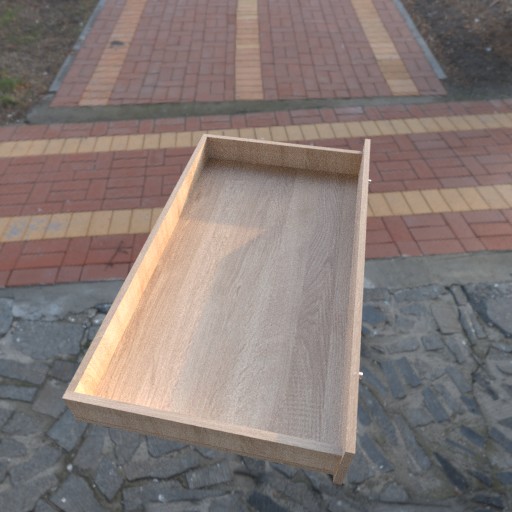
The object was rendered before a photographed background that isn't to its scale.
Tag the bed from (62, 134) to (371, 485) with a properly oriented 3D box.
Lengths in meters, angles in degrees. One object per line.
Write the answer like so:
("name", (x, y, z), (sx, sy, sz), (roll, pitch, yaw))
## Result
("bed", (0.000, 0.000, 1.426), (0.685, 0.209, 1.200), (8, 47, 8))
